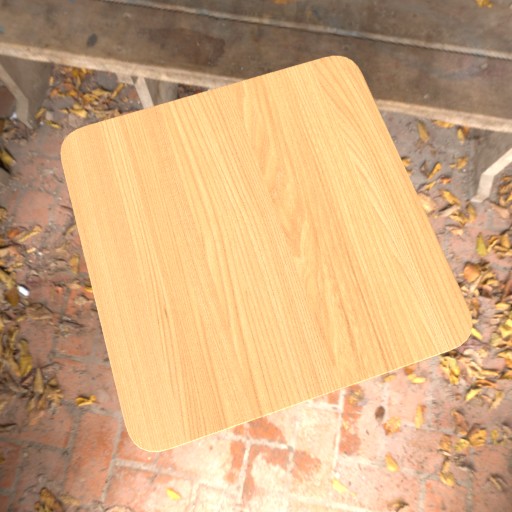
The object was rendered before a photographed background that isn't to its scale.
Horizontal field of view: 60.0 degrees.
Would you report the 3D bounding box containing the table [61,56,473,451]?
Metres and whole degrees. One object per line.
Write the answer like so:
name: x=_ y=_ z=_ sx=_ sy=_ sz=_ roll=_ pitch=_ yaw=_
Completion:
table: x=0.000 y=0.000 z=1.203 sx=0.750 sy=0.450 sz=0.750 roll=-18 pitch=76 yaw=-5
